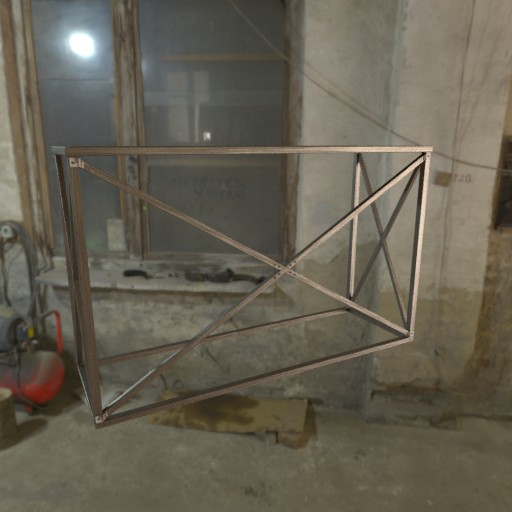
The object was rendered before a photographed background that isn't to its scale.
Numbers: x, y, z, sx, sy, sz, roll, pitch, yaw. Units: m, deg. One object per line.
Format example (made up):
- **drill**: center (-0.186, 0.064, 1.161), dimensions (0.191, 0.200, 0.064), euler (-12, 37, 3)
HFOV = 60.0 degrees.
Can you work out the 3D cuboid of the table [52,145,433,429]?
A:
- **table**: center (0.000, 0.000, 1.565), dimensions (1.216, 0.753, 0.402), euler (-7, 16, -27)
